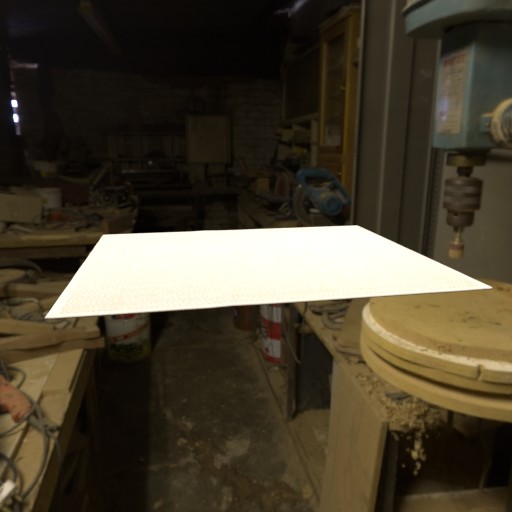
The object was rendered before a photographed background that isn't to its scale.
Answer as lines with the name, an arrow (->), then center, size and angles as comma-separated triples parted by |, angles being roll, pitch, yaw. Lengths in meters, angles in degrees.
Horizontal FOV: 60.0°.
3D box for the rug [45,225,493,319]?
rug -> 0.000, 0.000, 4.045 | 3.009, 0.019, 2.423 | -3, 15, -10
